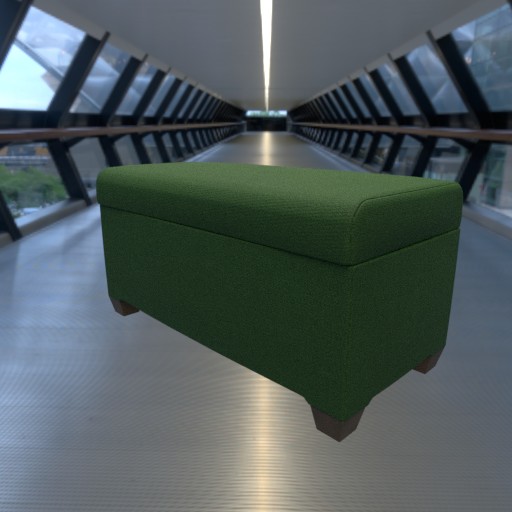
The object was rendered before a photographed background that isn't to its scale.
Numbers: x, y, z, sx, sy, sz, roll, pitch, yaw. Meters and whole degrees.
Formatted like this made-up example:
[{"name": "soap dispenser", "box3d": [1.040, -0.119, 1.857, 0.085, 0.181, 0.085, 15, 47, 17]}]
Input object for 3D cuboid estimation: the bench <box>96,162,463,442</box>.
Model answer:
[{"name": "bench", "box3d": [0.000, 0.000, 1.284, 0.505, 0.501, 0.989, -15, 21, -42]}]
